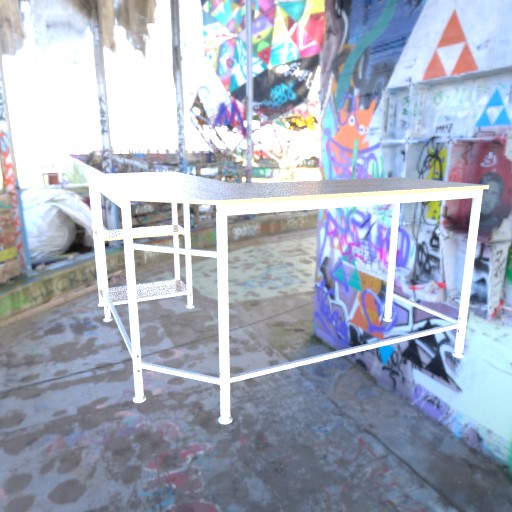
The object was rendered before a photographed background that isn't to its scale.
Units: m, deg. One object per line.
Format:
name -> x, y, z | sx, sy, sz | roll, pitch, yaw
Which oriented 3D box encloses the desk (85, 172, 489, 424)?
desk -> 0.000, 0.000, 2.154 | 1.379, 0.739, 1.379 | -7, 16, -25
